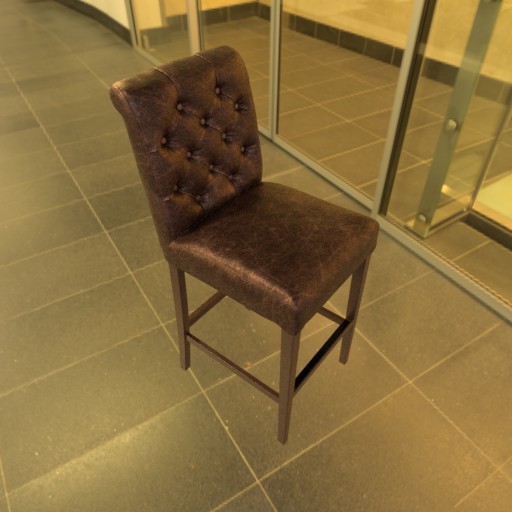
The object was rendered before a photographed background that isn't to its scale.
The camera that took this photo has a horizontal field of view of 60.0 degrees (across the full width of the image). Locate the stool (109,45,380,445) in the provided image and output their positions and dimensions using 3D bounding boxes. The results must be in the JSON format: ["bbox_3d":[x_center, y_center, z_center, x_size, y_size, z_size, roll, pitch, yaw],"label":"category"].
[{"bbox_3d":[0.000,0.000,1.512,0.659,1.168,0.483,27,48,28],"label":"stool"}]
